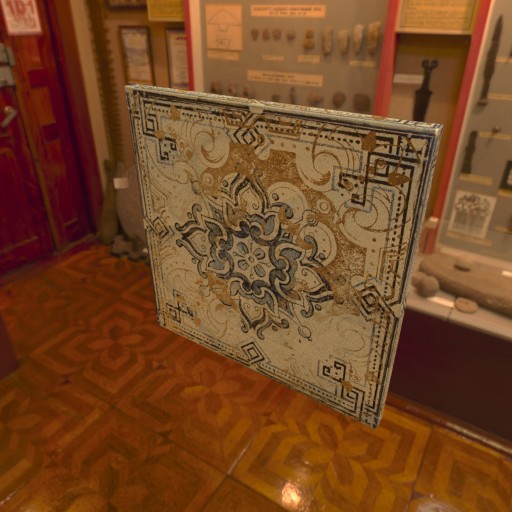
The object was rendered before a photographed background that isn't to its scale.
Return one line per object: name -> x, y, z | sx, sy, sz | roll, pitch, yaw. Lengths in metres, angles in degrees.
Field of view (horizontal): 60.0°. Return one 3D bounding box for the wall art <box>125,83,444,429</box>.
wall art -> 0.000, 0.000, 0.906 | 0.609, 0.607, 0.036 | 19, 35, 28
